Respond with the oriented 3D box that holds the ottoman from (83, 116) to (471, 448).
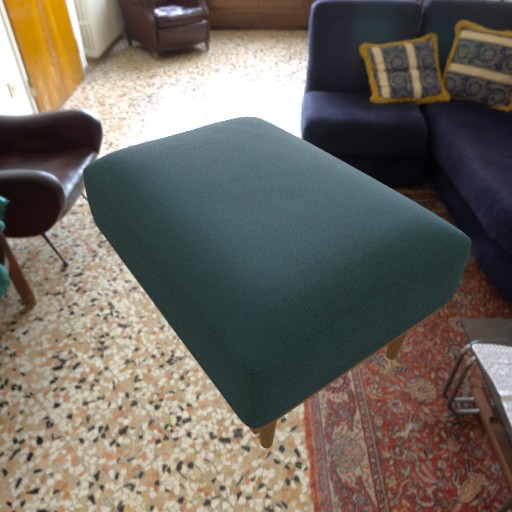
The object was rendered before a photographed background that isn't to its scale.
[{"bbox_3d":[0.000,0.000,1.063,0.549,0.428,0.749,-25,46,-26],"label":"ottoman"}]
